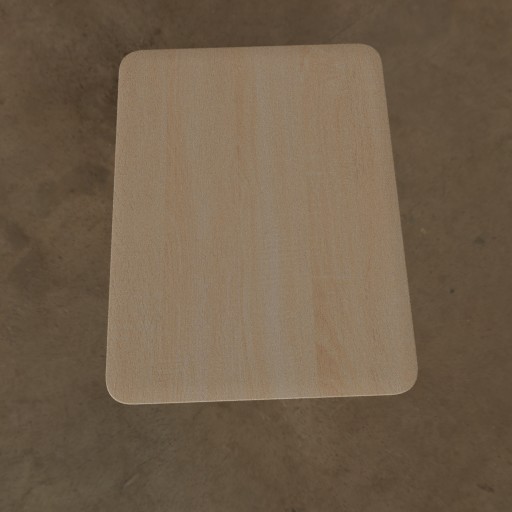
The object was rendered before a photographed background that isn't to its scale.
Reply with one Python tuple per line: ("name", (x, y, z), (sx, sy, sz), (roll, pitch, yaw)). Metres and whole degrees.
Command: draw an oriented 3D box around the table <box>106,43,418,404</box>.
("table", (0.000, 0.000, 0.841), (0.370, 0.550, 0.480), (-2, 76, 0))
